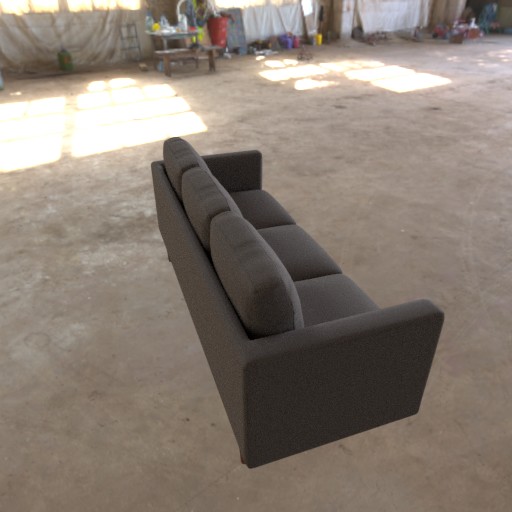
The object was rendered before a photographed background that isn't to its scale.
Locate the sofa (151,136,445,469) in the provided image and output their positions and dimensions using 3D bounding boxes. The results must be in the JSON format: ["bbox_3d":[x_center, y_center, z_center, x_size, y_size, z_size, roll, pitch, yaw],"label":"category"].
[{"bbox_3d":[0.000,0.000,2.427,0.802,0.912,2.029,-11,33,-17],"label":"sofa"}]
